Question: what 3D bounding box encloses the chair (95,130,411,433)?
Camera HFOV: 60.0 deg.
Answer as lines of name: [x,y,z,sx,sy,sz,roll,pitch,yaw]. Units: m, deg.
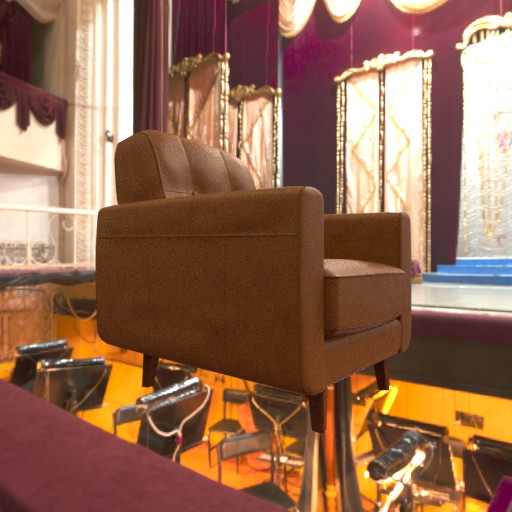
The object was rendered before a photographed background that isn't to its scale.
chair: [0.000,0.000,1.654,0.942,0.968,0.845,-1,-1,37]
